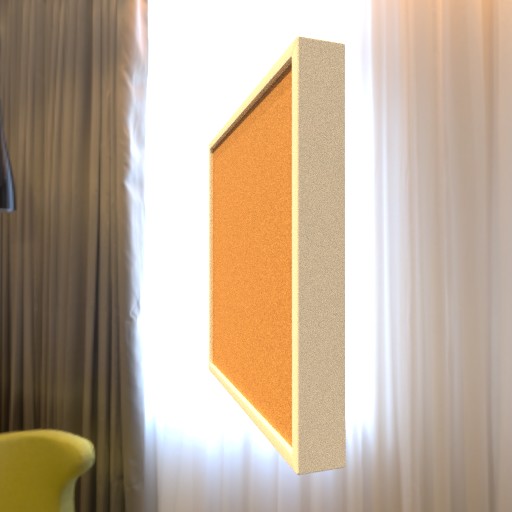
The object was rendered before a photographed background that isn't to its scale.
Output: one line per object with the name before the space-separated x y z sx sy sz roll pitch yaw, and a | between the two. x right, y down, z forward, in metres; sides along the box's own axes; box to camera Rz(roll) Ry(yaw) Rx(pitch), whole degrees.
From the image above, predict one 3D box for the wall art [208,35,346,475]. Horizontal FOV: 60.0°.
wall art | 0.000 0.000 0.456 0.038 0.305 0.305 0 0 -18
